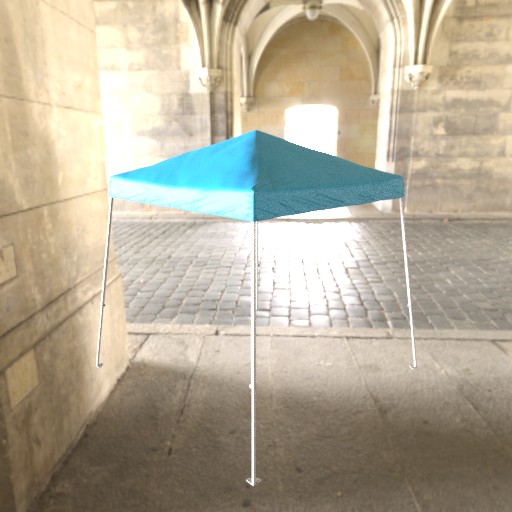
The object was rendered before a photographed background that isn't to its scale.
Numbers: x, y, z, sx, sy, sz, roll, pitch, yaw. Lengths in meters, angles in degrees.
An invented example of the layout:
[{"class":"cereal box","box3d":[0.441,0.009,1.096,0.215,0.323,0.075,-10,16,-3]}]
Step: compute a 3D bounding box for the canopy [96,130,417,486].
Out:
[{"class":"canopy","box3d":[0.000,0.000,5.206,2.849,2.849,2.848,-13,19,-43]}]
